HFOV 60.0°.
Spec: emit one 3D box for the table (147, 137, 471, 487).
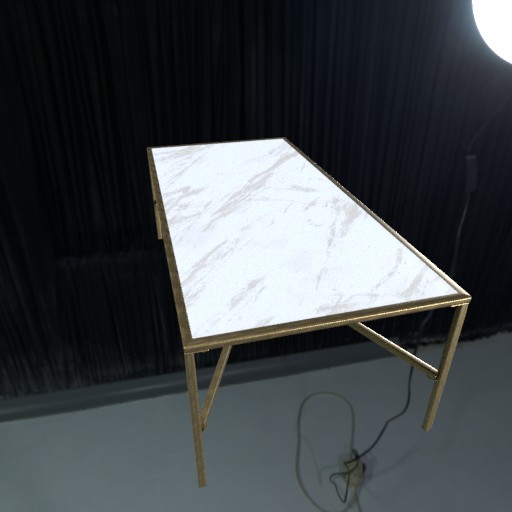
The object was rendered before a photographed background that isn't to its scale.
[{"bbox_3d":[0.000,0.000,1.424,0.577,0.405,1.197,-8,31,-13],"label":"table"}]
